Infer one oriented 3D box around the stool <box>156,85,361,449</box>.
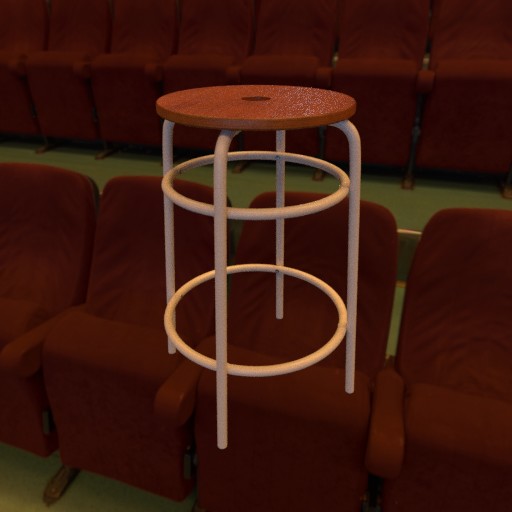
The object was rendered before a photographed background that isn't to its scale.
[{"bbox_3d":[0.000,0.000,0.899,0.455,0.610,0.455,8,30,15],"label":"stool"}]
